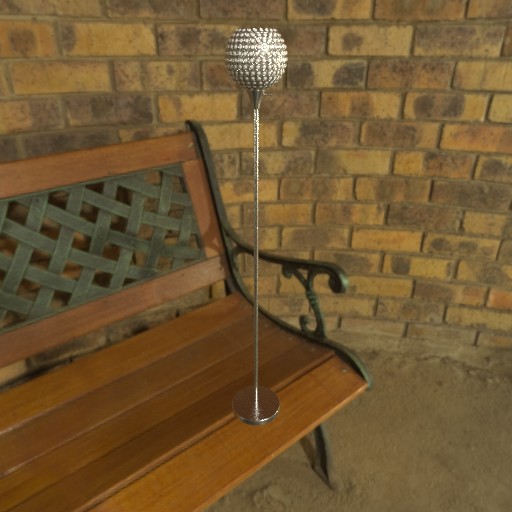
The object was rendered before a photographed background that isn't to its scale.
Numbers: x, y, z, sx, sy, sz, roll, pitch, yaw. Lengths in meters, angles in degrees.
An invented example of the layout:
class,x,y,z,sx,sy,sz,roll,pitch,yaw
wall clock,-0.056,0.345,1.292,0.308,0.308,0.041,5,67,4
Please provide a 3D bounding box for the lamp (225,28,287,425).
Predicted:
class,x,y,z,sx,sy,sz,roll,pitch,yaw
lamp,0.000,0.000,1.975,0.254,1.805,0.254,0,26,0
